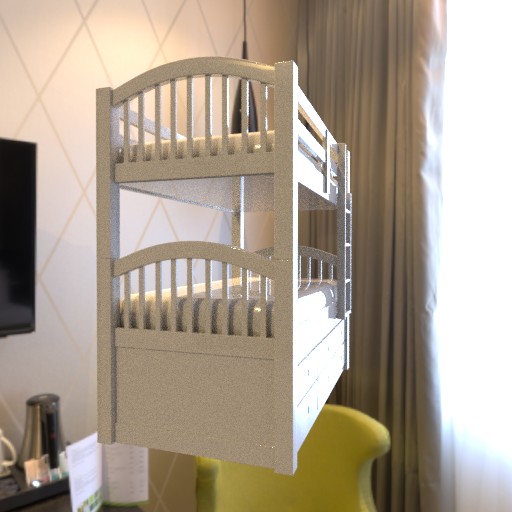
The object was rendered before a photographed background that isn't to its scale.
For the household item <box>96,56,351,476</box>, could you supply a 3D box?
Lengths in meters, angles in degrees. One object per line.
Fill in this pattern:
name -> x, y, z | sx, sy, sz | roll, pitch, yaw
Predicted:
household item -> 0.000, 0.000, 3.194 | 1.143, 2.032, 2.032 | 0, 1, 19
